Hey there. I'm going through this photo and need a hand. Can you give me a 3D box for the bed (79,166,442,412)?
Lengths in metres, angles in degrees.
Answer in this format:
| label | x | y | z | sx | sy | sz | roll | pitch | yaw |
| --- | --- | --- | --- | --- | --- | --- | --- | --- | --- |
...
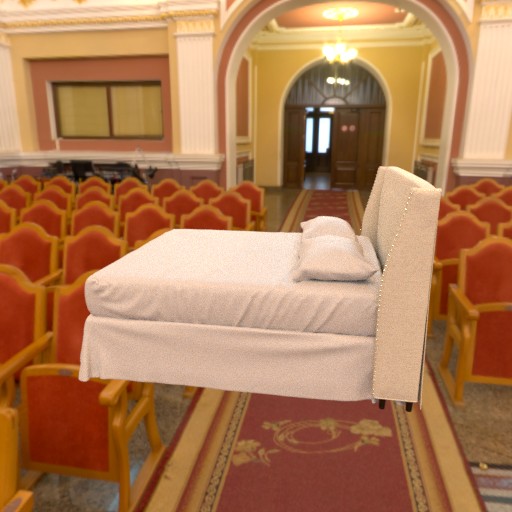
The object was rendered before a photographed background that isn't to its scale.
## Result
| label | x | y | z | sx | sy | sz | roll | pitch | yaw |
| --- | --- | --- | --- | --- | --- | --- | --- | --- | --- |
| bed | 0.000 | 0.000 | 3.496 | 2.276 | 1.332 | 1.925 | 3 | 15 | 10 |
